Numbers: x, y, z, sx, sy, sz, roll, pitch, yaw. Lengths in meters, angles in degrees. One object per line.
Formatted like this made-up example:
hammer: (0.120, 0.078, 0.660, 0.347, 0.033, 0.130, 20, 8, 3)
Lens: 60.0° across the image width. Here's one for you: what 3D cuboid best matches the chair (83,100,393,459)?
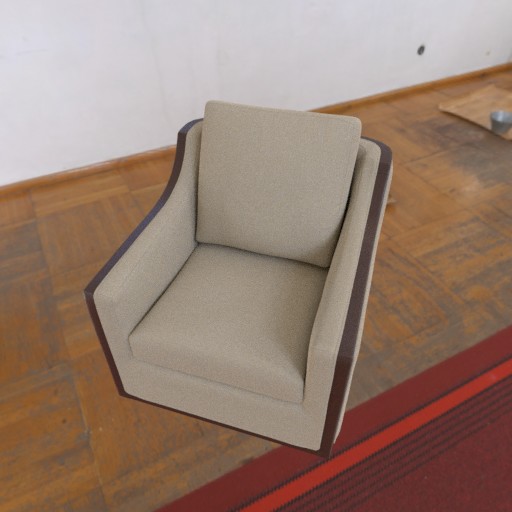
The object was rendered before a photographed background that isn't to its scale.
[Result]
chair: (0.000, 0.000, 1.683, 0.870, 0.930, 0.950, 12, 42, 13)
